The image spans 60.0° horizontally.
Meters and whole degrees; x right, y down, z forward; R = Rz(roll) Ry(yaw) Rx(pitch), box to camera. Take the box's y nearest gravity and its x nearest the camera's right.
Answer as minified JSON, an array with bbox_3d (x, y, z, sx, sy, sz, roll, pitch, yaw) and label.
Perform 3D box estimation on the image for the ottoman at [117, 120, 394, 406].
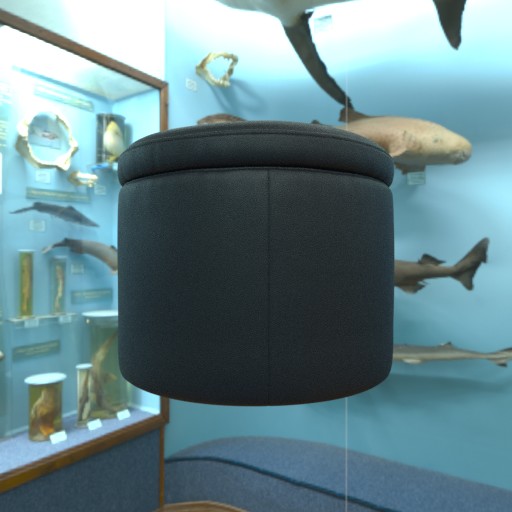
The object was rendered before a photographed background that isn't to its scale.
[{"bbox_3d":[0.000,0.000,0.841,0.501,0.409,0.501,0,0,0],"label":"ottoman"}]
